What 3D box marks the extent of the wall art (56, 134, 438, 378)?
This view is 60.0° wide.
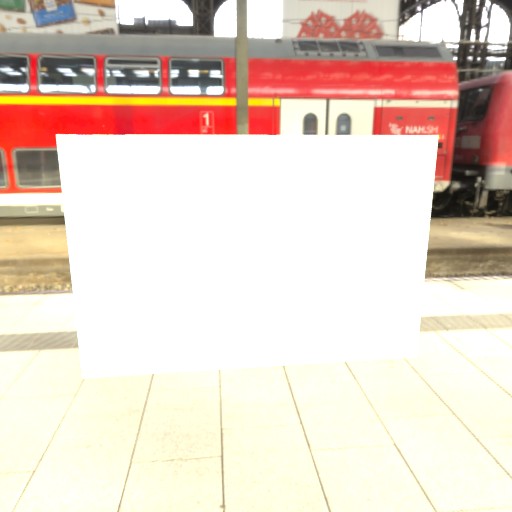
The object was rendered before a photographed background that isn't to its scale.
[{"bbox_3d":[0.000,0.000,1.128,0.894,0.595,0.057,-2,15,-7],"label":"wall art"}]
